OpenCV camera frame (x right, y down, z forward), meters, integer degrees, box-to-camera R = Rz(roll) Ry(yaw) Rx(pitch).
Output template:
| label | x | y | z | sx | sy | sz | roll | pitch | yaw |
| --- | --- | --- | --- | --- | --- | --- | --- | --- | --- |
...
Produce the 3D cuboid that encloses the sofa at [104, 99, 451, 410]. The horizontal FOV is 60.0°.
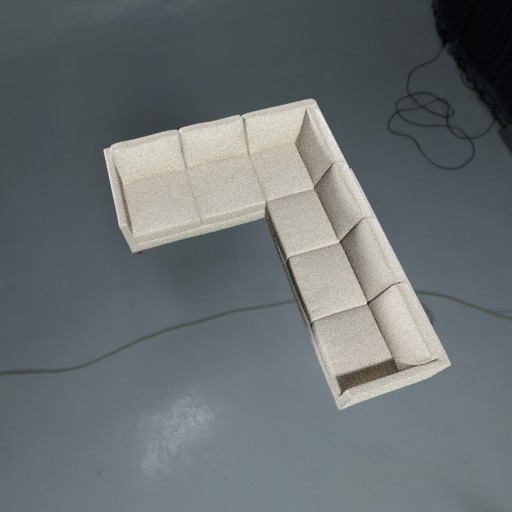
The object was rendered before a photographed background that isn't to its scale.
| label | x | y | z | sx | sy | sz | roll | pitch | yaw |
| --- | --- | --- | --- | --- | --- | --- | --- | --- | --- |
| sofa | 0.000 | 0.000 | 4.422 | 2.432 | 0.863 | 3.182 | -16 | 64 | -8 |
